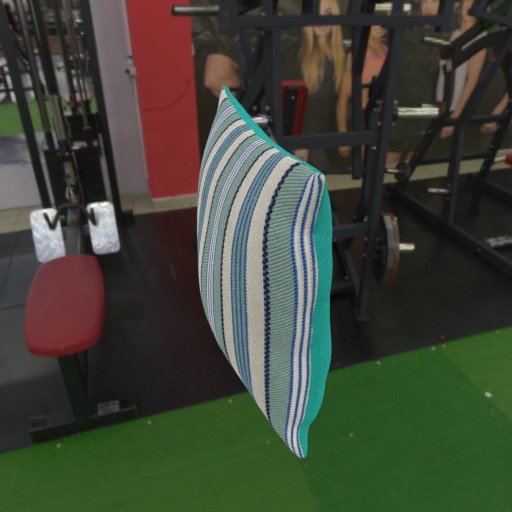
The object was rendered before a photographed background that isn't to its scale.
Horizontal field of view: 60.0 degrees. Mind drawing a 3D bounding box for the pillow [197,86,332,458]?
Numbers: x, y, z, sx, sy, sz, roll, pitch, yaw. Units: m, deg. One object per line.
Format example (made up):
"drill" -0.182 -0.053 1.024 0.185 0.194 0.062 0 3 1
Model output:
"pillow" 0.000 0.000 0.699 0.182 0.441 0.440 -8 32 -14
